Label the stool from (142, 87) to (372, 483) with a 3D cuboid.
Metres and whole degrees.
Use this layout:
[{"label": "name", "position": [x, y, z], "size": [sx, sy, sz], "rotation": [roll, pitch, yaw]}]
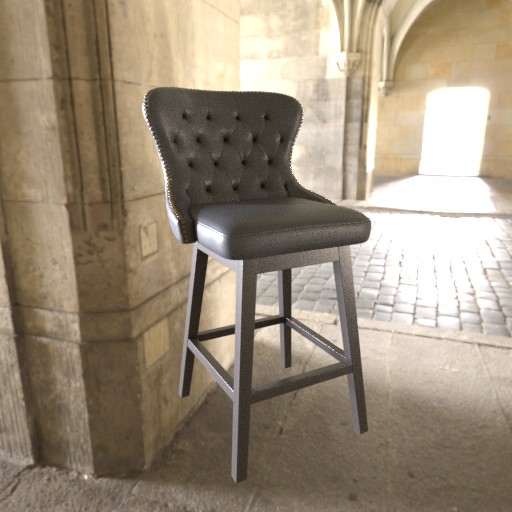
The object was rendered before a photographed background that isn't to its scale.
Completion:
[{"label": "stool", "position": [0.000, 0.000, 1.317], "size": [0.528, 0.971, 0.593], "rotation": [-8, 18, -27]}]
